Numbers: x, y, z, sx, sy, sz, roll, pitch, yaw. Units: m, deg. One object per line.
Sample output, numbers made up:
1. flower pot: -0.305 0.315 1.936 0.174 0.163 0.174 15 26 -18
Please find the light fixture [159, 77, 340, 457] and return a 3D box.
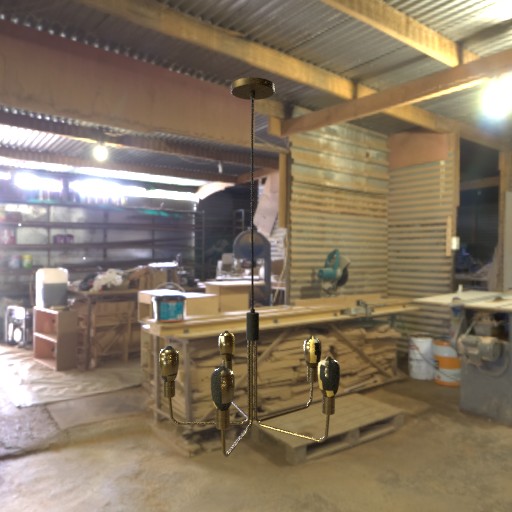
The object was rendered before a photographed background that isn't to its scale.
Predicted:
1. light fixture: 0.000 0.000 1.411 0.532 1.059 0.588 0 1 -37
